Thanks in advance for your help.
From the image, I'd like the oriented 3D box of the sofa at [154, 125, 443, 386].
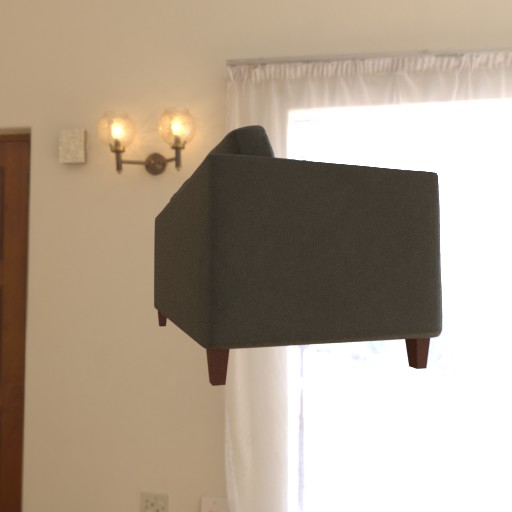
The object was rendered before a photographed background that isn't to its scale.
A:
[{"bbox_3d":[0.000,0.000,2.441,0.951,0.933,1.883,1,-2,-18],"label":"sofa"}]
